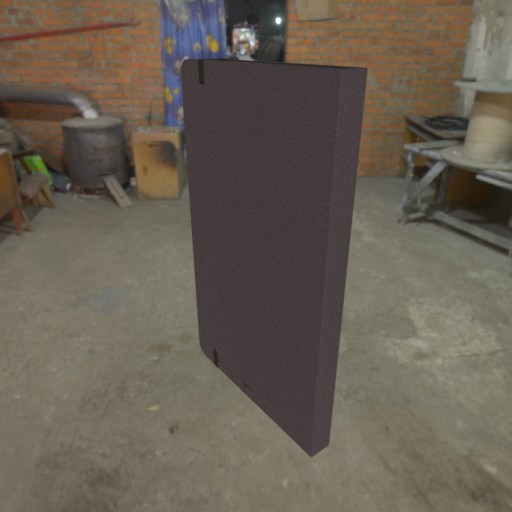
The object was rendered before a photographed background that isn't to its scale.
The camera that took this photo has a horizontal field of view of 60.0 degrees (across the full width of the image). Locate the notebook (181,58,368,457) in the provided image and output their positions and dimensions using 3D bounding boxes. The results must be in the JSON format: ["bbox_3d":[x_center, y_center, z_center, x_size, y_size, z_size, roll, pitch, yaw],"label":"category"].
[{"bbox_3d":[0.000,0.000,0.264,0.016,0.213,0.127,-19,32,-33],"label":"notebook"}]
